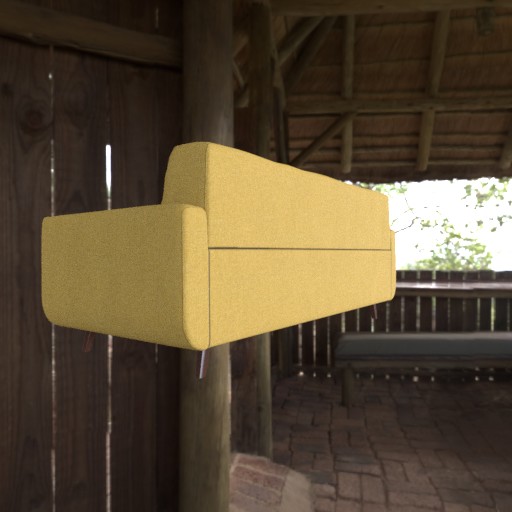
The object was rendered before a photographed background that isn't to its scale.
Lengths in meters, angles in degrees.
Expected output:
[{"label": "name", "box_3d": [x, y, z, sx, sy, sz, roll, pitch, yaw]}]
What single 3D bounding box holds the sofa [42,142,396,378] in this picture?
[{"label": "sofa", "box_3d": [0.000, 0.000, 2.469, 0.909, 0.841, 2.029, 0, 1, 36]}]
